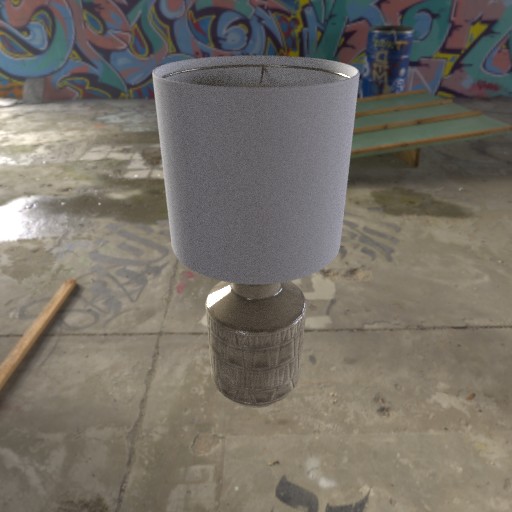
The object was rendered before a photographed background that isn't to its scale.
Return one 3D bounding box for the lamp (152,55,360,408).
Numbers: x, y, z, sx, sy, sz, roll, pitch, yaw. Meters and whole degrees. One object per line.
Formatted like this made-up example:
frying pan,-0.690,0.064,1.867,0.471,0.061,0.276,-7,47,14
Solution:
lamp,0.000,0.000,0.578,0.211,0.455,0.211,10,33,16
